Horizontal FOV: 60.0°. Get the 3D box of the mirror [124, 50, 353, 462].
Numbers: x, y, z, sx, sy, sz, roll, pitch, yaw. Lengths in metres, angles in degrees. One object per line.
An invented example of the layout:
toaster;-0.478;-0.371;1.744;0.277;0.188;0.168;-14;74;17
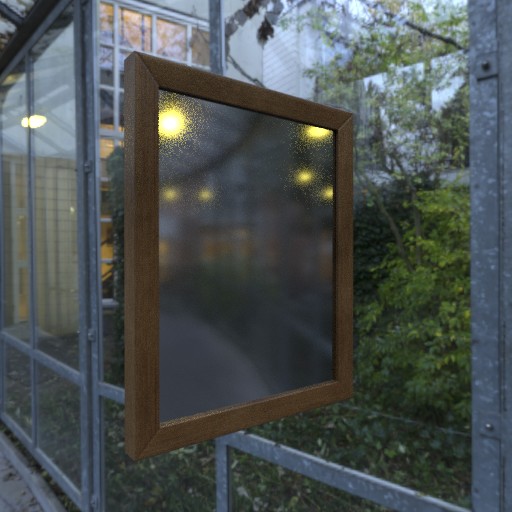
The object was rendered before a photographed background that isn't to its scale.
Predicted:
mirror;0.000;0.000;0.684;0.405;0.508;0.041;0;1;-37
